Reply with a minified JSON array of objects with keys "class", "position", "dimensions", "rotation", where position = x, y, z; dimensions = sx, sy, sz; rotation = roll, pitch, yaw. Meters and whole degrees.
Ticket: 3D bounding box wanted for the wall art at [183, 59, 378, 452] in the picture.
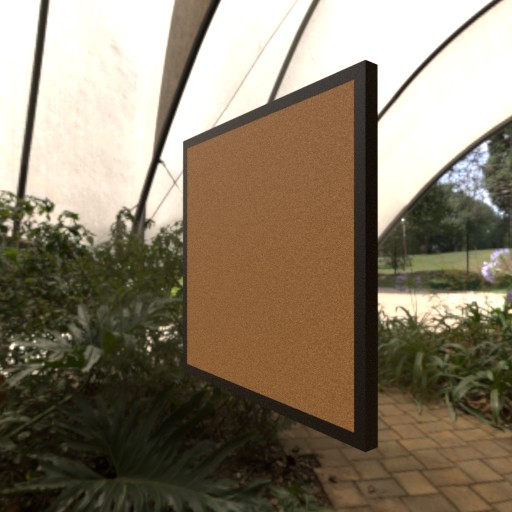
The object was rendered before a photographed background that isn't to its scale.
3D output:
[{"class":"wall art","position":[0.000,0.000,1.176],"dimensions":[0.038,0.762,0.762],"rotation":[0,0,-37]}]
